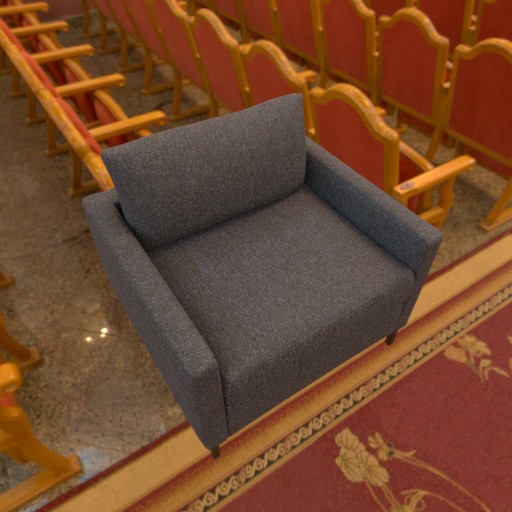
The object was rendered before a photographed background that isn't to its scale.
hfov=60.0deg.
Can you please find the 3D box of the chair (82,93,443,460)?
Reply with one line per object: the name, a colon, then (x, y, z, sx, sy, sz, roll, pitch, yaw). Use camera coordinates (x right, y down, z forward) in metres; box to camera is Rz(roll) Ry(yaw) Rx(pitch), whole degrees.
chair: (0.000, 0.000, 1.639, 0.963, 0.861, 0.866, -25, 51, -23)
